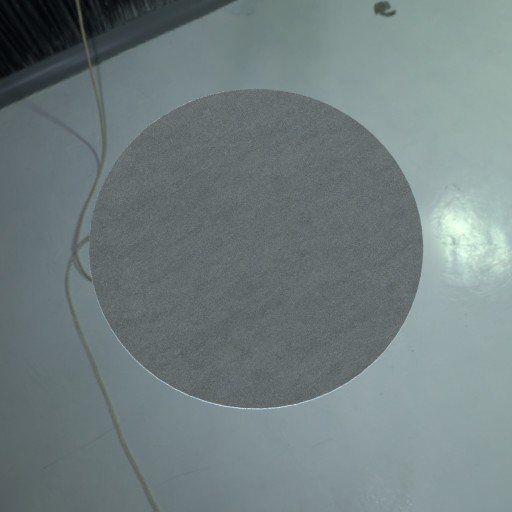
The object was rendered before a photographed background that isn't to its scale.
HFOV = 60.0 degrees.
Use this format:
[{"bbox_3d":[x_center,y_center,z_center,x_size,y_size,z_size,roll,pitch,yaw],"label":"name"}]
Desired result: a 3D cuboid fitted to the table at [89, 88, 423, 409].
[{"bbox_3d":[0.000,0.000,1.410,0.889,0.470,0.889,0,75,0],"label":"table"}]
